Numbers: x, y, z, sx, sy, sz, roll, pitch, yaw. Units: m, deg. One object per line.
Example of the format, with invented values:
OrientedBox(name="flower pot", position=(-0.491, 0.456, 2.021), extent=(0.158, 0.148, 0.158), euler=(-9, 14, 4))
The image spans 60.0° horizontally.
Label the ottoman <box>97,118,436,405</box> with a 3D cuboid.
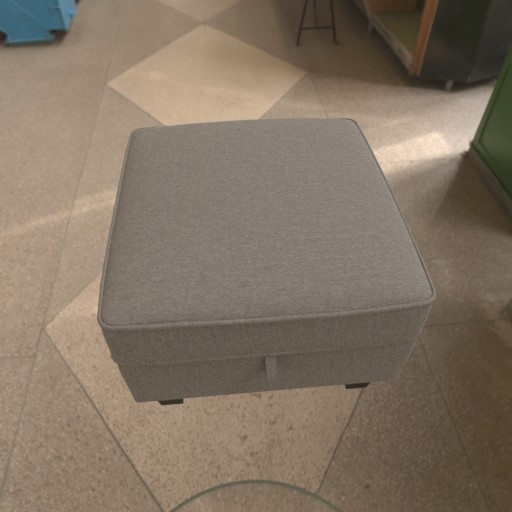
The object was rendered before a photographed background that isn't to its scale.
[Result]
OrientedBox(name="ottoman", position=(0.000, 0.000, 1.428), extent=(0.808, 0.612, 0.871), euler=(-4, 48, -4))
